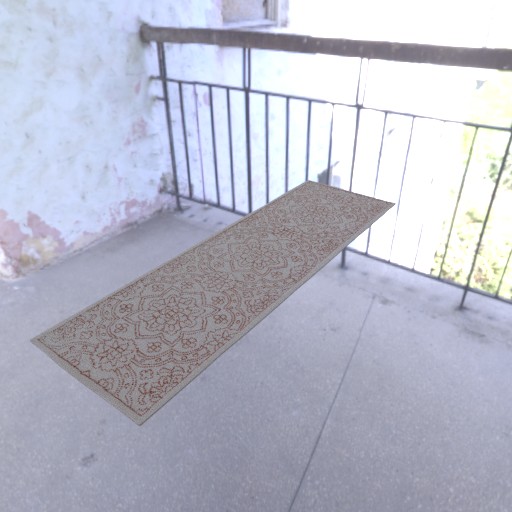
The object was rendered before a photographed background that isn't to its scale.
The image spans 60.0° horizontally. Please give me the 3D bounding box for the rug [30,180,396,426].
[{"bbox_3d":[0.000,0.000,2.664,0.769,0.012,2.448,22,38,31],"label":"rug"}]
